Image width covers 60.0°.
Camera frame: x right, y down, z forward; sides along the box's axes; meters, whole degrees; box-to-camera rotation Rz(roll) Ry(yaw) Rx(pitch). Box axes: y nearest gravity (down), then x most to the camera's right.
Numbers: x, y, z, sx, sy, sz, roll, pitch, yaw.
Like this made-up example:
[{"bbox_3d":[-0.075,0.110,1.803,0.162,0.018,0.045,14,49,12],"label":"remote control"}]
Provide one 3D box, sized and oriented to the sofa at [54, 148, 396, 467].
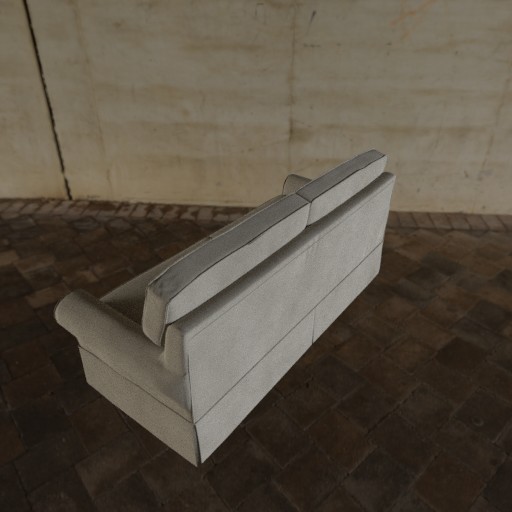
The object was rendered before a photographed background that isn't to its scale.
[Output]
[{"bbox_3d":[0.000,0.000,2.777,0.900,1.014,2.246,21,37,31],"label":"sofa"}]
